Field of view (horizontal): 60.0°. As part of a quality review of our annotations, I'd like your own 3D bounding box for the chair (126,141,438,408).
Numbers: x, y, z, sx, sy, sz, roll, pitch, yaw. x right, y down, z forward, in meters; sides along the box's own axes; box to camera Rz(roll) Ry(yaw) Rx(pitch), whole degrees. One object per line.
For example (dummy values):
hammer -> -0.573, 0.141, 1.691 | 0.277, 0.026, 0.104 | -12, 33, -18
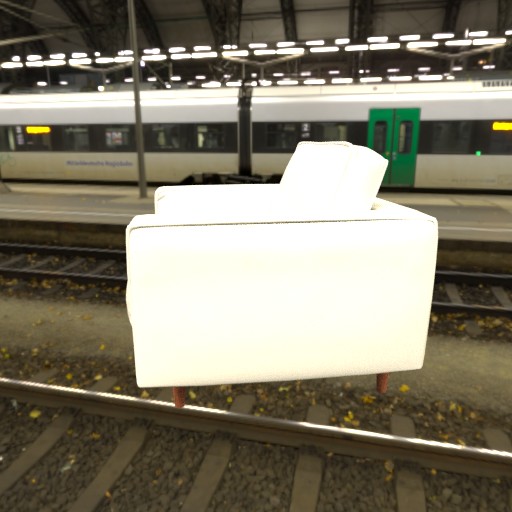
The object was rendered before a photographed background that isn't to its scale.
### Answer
chair -> 0.000, 0.000, 1.546 | 0.843, 0.773, 0.928 | -2, 15, -7
